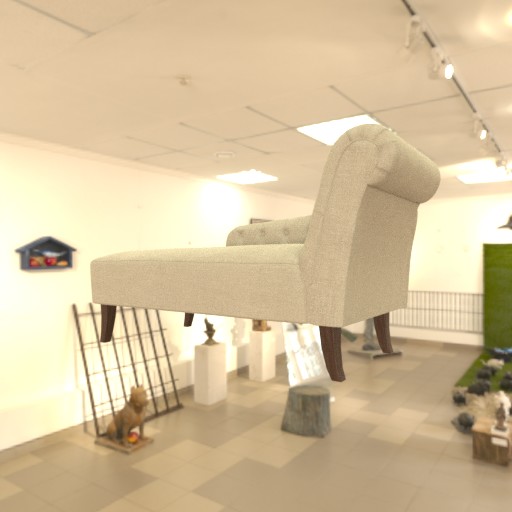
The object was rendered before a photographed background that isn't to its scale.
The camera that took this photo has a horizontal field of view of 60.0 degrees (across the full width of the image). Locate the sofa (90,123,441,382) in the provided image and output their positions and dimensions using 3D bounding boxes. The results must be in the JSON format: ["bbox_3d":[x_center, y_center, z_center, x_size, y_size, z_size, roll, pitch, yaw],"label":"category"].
[{"bbox_3d":[0.000,0.000,1.884,1.379,0.787,0.675,0,0,35],"label":"sofa"}]
